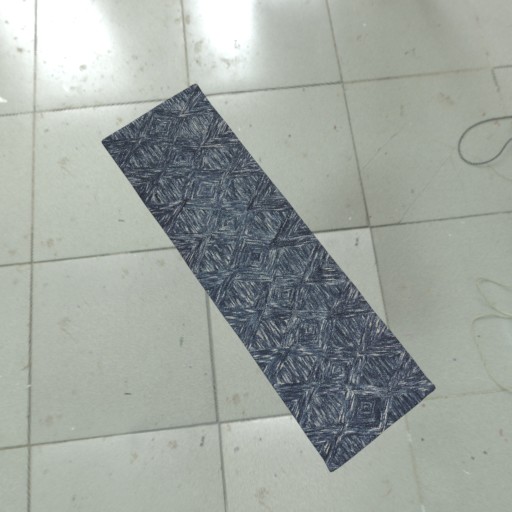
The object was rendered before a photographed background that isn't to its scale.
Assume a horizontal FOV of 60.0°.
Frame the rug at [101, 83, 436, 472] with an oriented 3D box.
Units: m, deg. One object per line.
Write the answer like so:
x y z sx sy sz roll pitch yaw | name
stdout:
0.000 0.000 2.537 0.719 0.013 2.306 -35 78 -8 | rug
